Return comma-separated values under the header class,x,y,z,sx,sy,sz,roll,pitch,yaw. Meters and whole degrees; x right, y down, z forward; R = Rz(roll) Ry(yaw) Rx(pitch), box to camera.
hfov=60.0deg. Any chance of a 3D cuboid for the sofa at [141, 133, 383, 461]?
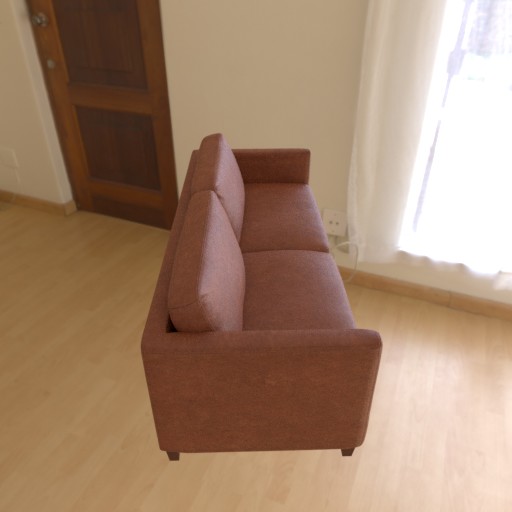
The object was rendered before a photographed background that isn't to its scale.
class,x,y,z,sx,sy,sz,roll,pitch,yaw
sofa,0.000,0.000,2.714,0.950,0.932,2.204,-1,33,-1
